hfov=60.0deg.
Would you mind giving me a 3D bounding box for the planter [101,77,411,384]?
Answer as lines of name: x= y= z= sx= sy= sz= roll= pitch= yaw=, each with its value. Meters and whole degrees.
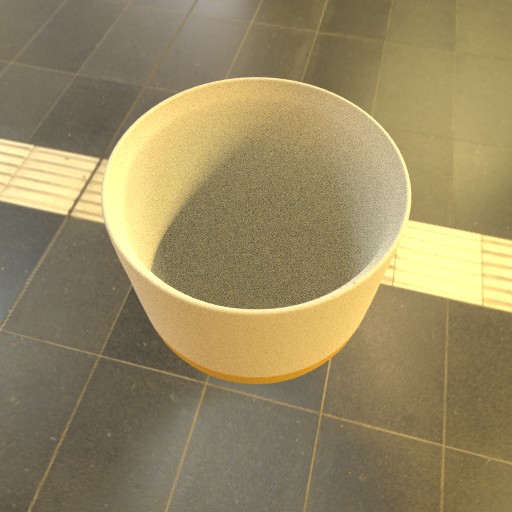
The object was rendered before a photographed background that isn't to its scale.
planter: x=0.000 y=0.000 z=0.499 sx=0.268 sy=0.270 sz=0.268 roll=0 pitch=58 yaw=0
